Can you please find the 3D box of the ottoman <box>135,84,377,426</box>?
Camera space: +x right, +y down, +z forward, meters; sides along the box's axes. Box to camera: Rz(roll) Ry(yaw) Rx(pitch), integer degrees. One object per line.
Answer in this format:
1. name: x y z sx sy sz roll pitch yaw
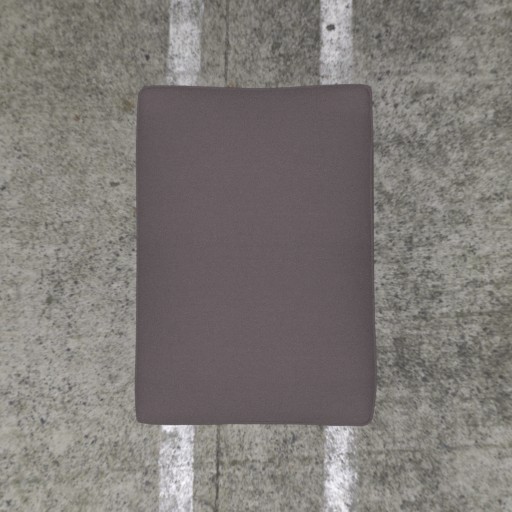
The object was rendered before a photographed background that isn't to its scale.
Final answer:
1. ottoman: 0.000 0.000 1.010 0.508 0.406 0.686 0 88 1
